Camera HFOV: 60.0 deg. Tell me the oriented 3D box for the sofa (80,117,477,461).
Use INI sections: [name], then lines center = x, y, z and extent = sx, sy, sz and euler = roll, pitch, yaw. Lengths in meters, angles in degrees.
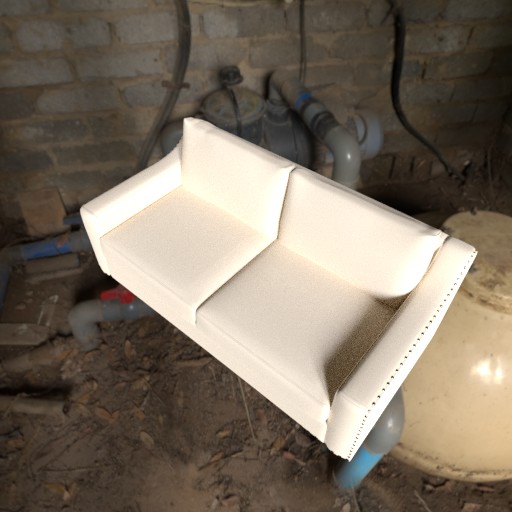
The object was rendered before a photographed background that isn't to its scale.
[sofa]
center = 0.000, 0.000, 2.331
extent = 1.812, 0.830, 0.949
euler = 31, 54, 26
